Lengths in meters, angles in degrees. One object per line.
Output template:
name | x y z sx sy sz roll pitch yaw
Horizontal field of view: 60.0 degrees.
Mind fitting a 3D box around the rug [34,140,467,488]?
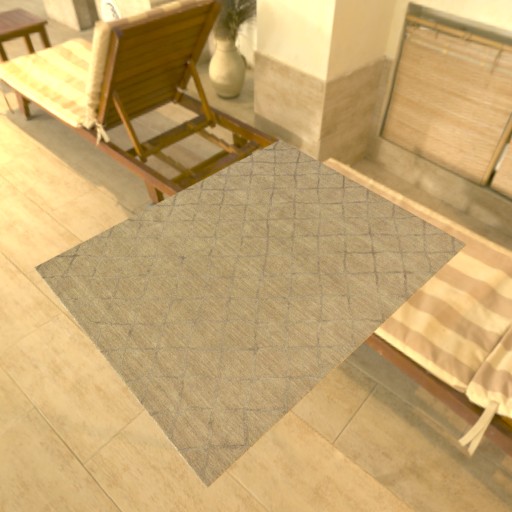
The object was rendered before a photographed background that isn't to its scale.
rug | 0.000 0.000 3.969 3.038 0.019 2.420 -34 55 -28
